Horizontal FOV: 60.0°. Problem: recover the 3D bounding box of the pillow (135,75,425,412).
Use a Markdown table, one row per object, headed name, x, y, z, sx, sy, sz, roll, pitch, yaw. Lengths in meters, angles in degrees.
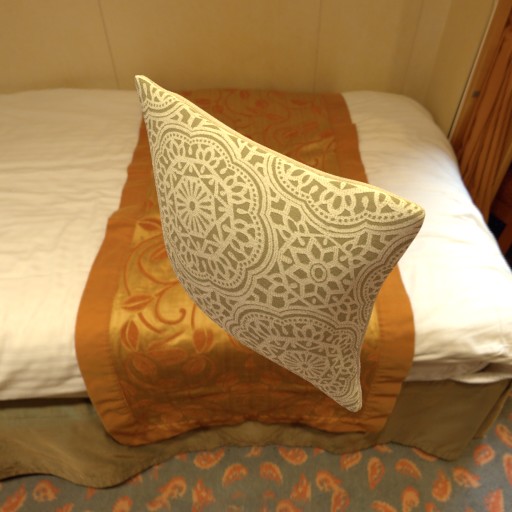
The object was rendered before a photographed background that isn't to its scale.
| name | x | y | z | sx | sy | sz | roll | pitch | yaw |
| --- | --- | --- | --- | --- | --- | --- | --- | --- | --- |
| pillow | 0.000 | 0.000 | 0.658 | 0.438 | 0.421 | 0.167 | 33 | 54 | 27 |
